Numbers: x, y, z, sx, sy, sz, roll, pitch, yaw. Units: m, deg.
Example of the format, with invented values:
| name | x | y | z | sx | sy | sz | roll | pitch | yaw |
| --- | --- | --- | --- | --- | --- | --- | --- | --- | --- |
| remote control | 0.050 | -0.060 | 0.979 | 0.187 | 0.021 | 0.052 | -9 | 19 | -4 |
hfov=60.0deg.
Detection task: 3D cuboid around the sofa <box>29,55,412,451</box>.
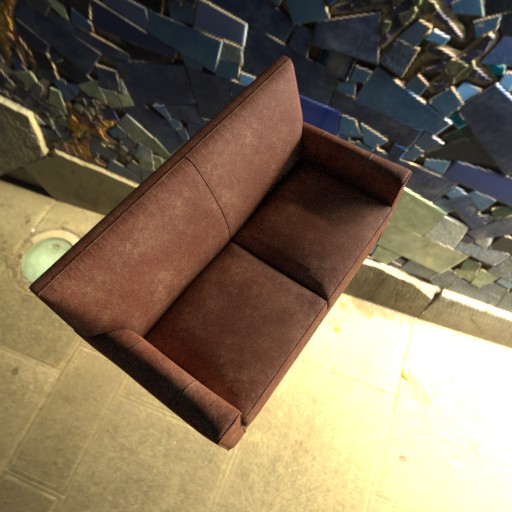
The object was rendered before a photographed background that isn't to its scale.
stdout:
| name | x | y | z | sx | sy | sz | roll | pitch | yaw |
| --- | --- | --- | --- | --- | --- | --- | --- | --- | --- |
| sofa | 0.000 | 0.000 | 2.001 | 0.787 | 0.871 | 1.473 | 32 | 65 | 17 |
